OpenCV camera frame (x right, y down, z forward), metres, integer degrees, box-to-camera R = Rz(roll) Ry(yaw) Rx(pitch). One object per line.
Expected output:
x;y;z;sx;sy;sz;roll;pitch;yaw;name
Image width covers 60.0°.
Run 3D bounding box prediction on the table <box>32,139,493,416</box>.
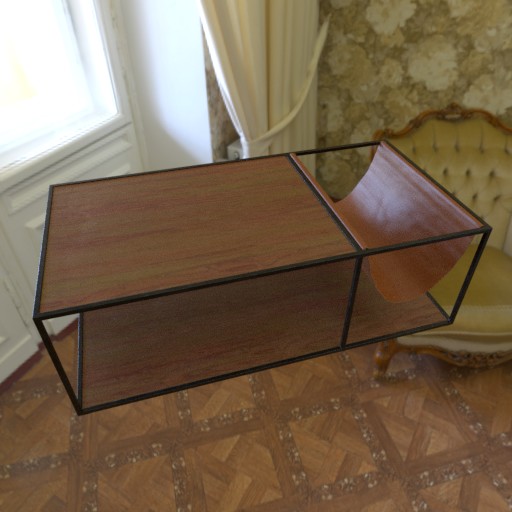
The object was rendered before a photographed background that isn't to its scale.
0.000;0.000;1.449;1.199;0.403;0.597;-11;41;-13;table
